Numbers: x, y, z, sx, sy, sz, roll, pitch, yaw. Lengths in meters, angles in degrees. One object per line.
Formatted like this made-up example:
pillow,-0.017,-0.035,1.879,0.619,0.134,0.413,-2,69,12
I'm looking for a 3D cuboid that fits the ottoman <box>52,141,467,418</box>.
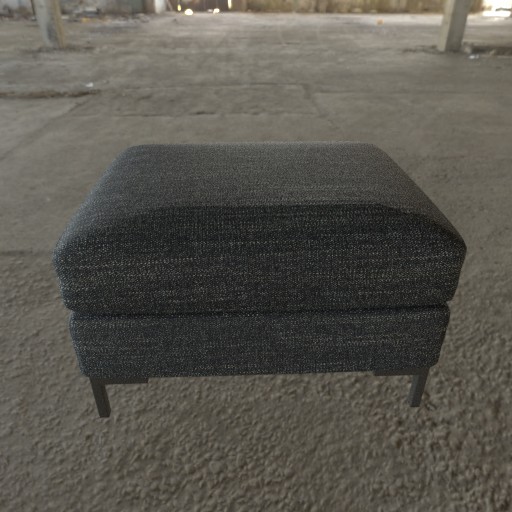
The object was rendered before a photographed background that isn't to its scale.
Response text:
ottoman,0.000,0.000,1.195,0.814,0.491,0.667,-1,31,-2
